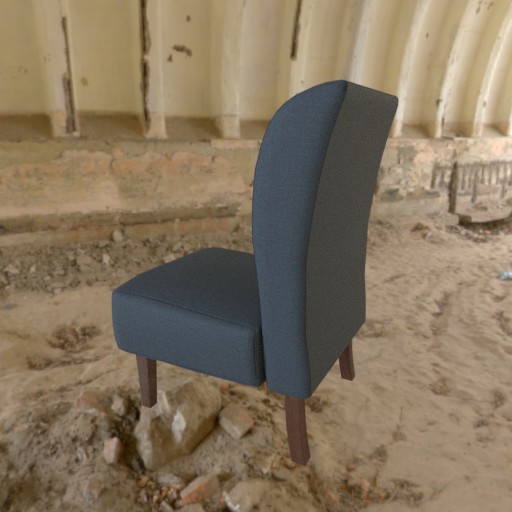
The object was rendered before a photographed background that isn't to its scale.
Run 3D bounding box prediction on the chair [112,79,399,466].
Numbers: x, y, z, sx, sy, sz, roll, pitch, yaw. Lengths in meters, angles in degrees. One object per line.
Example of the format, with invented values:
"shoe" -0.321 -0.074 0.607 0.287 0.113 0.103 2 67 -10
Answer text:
"chair" 0.000 0.000 1.168 0.592 0.804 0.513 8 18 26
